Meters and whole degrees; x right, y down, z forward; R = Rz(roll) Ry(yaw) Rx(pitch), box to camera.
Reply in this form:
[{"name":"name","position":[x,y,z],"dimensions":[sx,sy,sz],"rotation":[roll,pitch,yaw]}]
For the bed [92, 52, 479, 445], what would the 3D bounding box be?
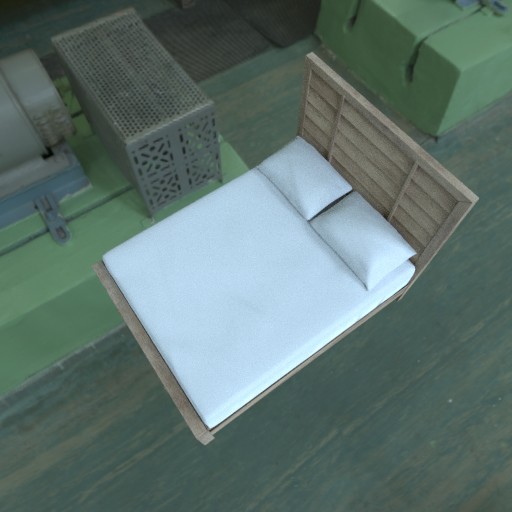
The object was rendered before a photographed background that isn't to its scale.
[{"name":"bed","position":[0.000,0.000,3.433],"dimensions":[2.197,1.626,1.626],"rotation":[-32,67,-16]}]
